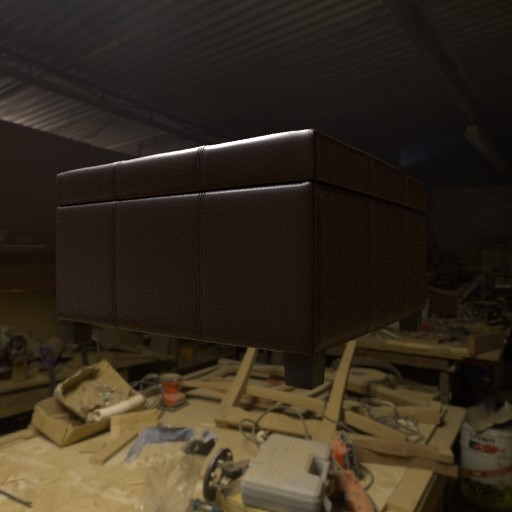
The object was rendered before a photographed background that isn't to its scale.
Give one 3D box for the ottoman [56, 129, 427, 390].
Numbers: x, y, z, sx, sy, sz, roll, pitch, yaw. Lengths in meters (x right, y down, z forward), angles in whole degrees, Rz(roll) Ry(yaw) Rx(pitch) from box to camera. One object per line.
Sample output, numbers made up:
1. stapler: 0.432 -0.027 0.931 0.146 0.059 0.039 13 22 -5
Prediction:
1. ottoman: 0.000 0.000 1.285 0.788 0.460 0.787 0 0 34
